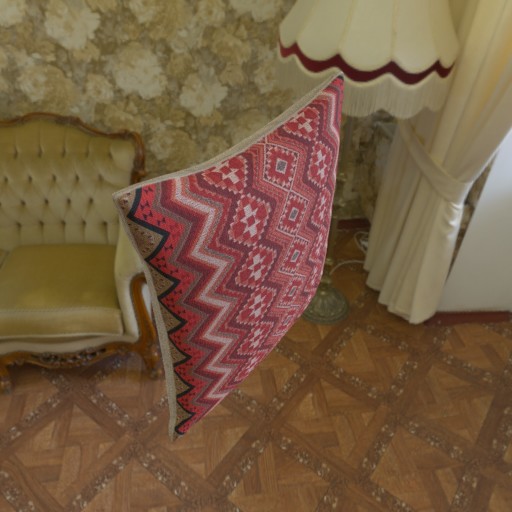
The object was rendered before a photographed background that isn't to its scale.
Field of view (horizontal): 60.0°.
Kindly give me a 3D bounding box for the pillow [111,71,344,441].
[{"bbox_3d":[0.000,0.000,0.787,0.158,0.511,0.513,25,45,27],"label":"pillow"}]
